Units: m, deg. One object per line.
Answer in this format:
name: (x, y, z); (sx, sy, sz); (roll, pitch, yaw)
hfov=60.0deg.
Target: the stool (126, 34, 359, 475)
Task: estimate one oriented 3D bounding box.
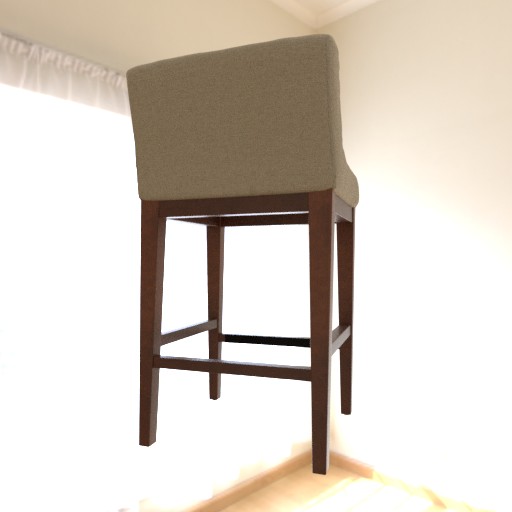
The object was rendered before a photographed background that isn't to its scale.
stool: (0.000, 0.000, 1.202); (0.511, 0.937, 0.500); (0, -1, 19)
